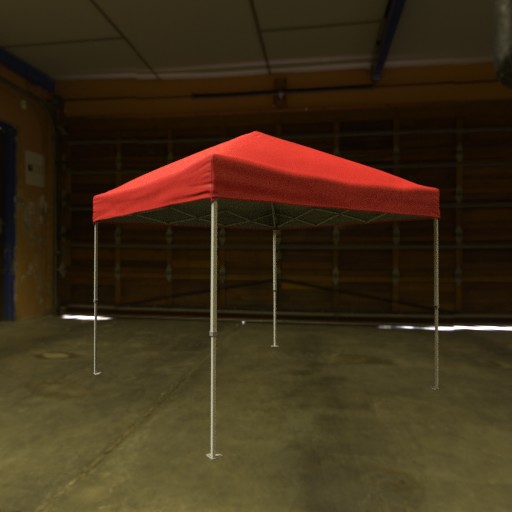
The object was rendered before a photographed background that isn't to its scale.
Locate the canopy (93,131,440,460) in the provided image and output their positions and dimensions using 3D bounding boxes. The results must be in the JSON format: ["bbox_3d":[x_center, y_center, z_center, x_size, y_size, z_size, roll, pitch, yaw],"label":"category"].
[{"bbox_3d":[0.000,0.000,5.325,2.996,2.997,2.998,0,0,-36],"label":"canopy"}]
